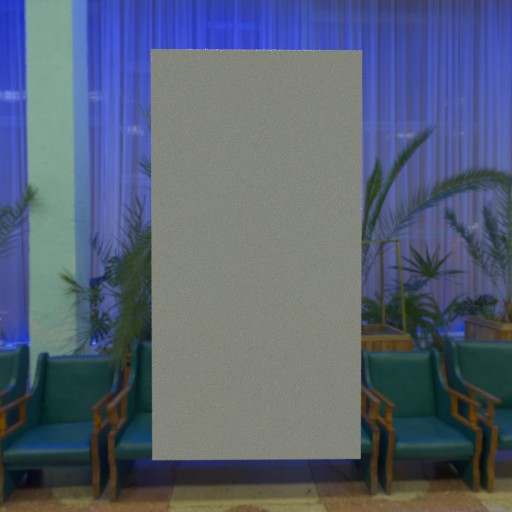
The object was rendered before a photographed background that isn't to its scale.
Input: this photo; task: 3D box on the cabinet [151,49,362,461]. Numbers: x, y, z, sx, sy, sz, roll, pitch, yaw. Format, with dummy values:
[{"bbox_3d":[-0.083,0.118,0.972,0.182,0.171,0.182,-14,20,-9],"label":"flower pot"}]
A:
[{"bbox_3d":[0.000,0.000,2.359,0.980,1.920,0.580,0,1,-1],"label":"cabinet"}]
